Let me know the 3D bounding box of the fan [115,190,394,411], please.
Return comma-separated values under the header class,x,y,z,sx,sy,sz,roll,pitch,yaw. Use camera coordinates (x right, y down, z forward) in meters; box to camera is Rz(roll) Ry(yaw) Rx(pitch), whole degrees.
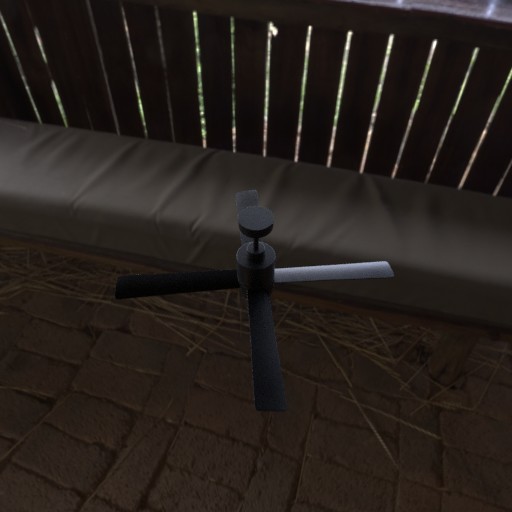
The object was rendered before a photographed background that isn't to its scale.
class,x,y,z,sx,sy,sz,roll,pitch,yaw
fan,0.000,0.000,2.318,1.525,0.534,1.525,-3,47,-3
